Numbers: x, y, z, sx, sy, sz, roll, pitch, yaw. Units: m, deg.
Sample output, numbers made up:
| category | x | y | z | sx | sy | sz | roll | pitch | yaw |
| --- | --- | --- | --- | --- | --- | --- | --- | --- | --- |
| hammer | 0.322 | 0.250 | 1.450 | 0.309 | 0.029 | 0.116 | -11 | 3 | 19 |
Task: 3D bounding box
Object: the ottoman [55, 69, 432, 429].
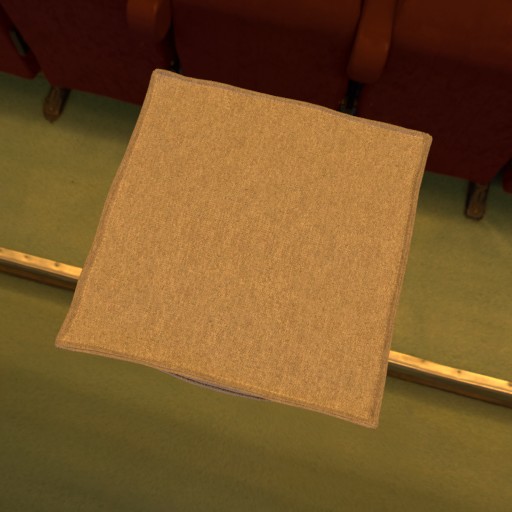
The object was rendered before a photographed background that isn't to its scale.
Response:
| category | x | y | z | sx | sy | sz | roll | pitch | yaw |
| --- | --- | --- | --- | --- | --- | --- | --- | --- | --- |
| ottoman | 0.000 | 0.000 | 1.162 | 0.707 | 0.470 | 0.696 | 14 | 76 | 3 |
